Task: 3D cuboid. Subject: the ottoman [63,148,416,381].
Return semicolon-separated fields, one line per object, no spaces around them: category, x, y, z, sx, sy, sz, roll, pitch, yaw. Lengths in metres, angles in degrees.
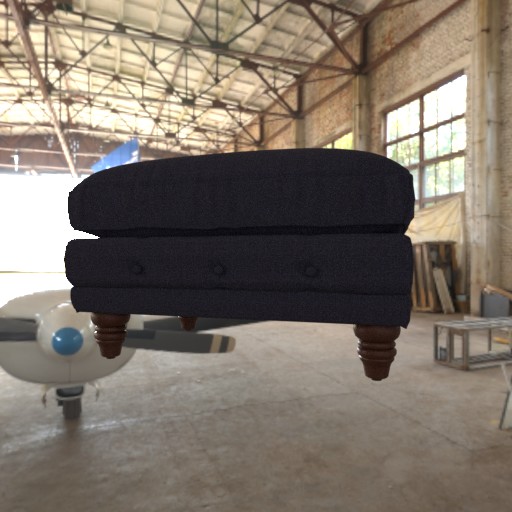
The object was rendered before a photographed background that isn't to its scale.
ottoman;0.000;0.000;1.160;0.767;0.486;0.558;0;0;18
